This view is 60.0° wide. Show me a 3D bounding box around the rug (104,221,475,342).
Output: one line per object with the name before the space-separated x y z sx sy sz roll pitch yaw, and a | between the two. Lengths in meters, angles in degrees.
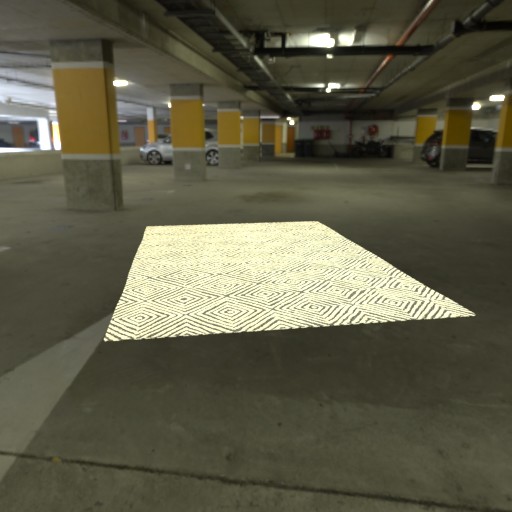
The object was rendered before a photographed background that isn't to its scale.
rug | 0.000 0.000 2.188 1.177 0.004 1.750 -2 15 -9
